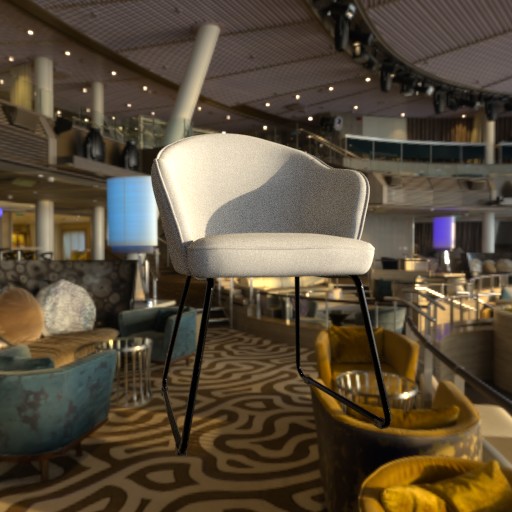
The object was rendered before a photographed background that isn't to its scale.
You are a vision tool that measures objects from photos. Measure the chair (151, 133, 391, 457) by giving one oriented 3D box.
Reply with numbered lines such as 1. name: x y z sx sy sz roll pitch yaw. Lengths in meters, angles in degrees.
1. chair: 0.000 0.000 1.227 0.570 0.817 0.592 0 1 -18
